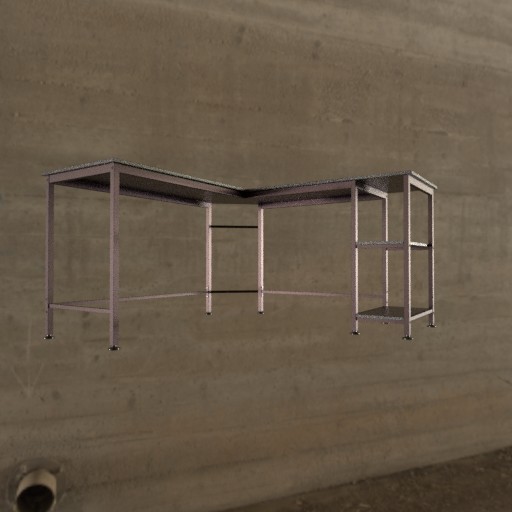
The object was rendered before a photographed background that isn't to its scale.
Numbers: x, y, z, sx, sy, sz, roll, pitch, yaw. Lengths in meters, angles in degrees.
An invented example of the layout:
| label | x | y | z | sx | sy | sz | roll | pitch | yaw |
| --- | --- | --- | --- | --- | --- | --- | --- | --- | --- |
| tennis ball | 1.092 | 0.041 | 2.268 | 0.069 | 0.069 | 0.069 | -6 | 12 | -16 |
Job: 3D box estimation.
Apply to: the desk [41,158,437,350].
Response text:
| label | x | y | z | sx | sy | sz | roll | pitch | yaw |
| --- | --- | --- | --- | --- | --- | --- | --- | --- | --- |
| desk | 0.000 | 0.000 | 2.156 | 1.379 | 0.739 | 1.379 | -1 | -1 | 34 |
